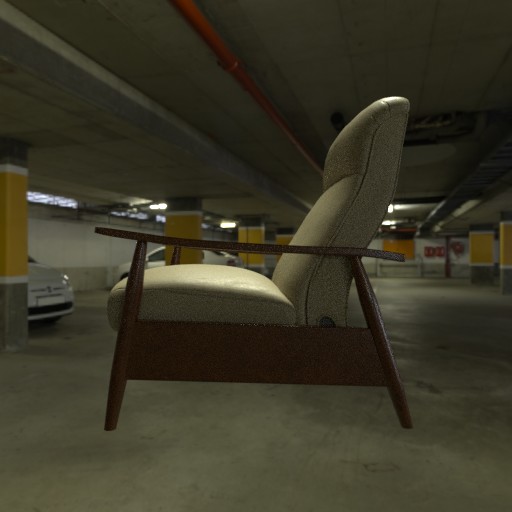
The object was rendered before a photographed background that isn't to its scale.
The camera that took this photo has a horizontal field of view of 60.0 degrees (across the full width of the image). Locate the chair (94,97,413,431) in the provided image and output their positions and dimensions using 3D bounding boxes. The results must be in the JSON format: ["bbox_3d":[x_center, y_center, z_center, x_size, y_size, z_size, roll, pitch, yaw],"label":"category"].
[{"bbox_3d":[0.000,0.000,1.745,1.014,1.082,0.762,0,0,-1],"label":"chair"}]
